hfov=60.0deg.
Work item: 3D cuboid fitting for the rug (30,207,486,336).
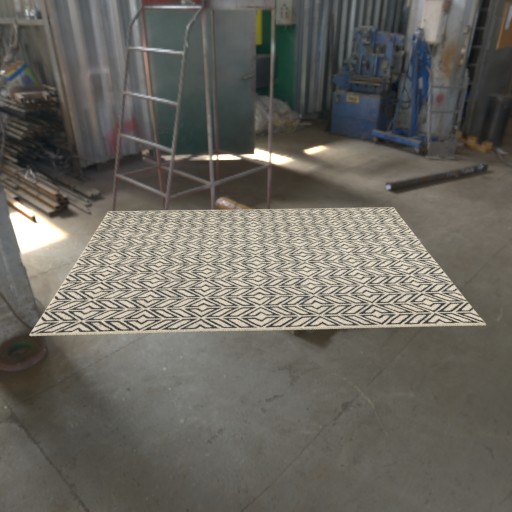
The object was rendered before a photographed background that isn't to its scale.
[{"bbox_3d":[0.000,0.000,2.303,1.828,0.007,1.220,-1,29,-2],"label":"rug"}]
